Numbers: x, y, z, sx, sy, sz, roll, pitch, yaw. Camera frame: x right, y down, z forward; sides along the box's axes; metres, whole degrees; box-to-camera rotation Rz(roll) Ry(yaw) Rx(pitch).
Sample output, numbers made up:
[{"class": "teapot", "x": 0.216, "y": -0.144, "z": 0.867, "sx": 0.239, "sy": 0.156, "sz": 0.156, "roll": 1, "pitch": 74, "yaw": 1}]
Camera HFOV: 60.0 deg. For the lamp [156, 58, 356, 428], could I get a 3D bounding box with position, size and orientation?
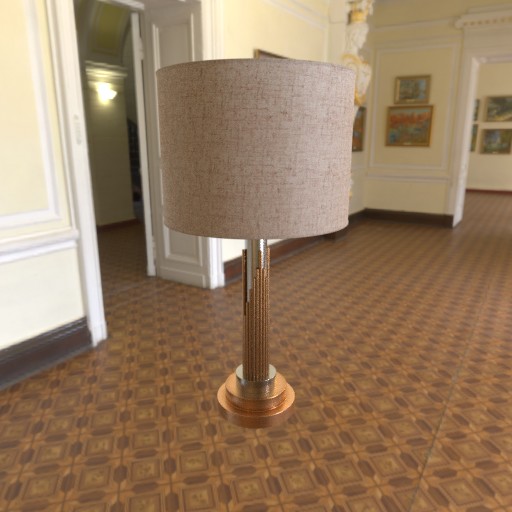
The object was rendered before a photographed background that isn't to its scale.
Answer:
[{"class": "lamp", "x": 0.000, "y": 0.000, "z": 0.802, "sx": 0.321, "sy": 0.610, "sz": 0.321, "roll": 14, "pitch": 20, "yaw": 43}]
